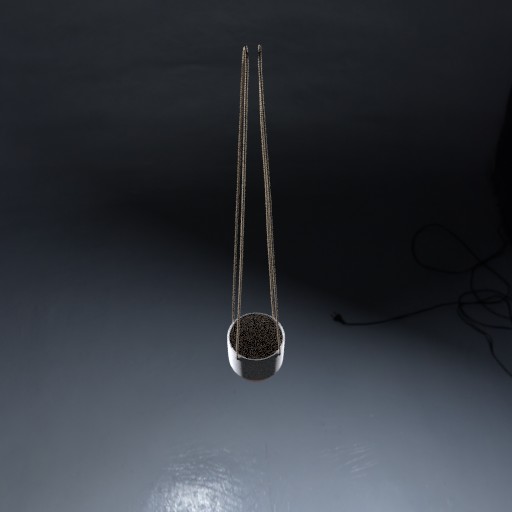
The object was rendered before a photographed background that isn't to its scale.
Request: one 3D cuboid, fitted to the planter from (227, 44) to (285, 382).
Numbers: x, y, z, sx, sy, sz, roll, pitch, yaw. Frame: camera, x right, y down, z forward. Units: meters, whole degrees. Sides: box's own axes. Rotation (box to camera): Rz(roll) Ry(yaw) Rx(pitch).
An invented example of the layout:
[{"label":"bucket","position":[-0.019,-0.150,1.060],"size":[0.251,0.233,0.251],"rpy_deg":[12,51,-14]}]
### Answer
[{"label":"planter","position":[0.000,0.000,0.918],"size":[0.146,0.841,0.146],"rpy_deg":[-5,46,-5]}]
